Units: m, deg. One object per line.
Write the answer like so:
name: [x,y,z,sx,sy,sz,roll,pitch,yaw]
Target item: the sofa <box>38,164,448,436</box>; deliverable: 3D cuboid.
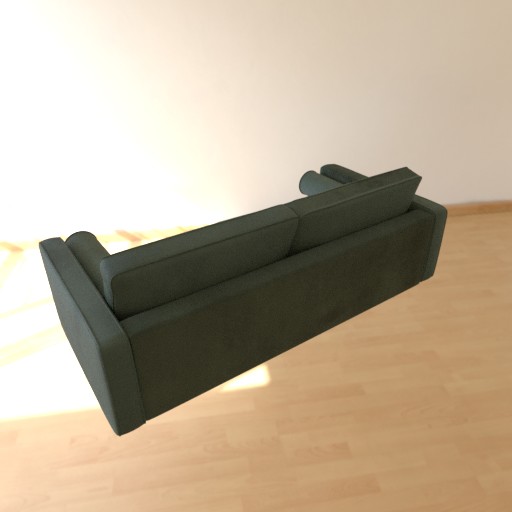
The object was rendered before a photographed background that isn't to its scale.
sofa: [0.000,0.000,2.276,1.880,0.772,0.916,-20,36,-29]
